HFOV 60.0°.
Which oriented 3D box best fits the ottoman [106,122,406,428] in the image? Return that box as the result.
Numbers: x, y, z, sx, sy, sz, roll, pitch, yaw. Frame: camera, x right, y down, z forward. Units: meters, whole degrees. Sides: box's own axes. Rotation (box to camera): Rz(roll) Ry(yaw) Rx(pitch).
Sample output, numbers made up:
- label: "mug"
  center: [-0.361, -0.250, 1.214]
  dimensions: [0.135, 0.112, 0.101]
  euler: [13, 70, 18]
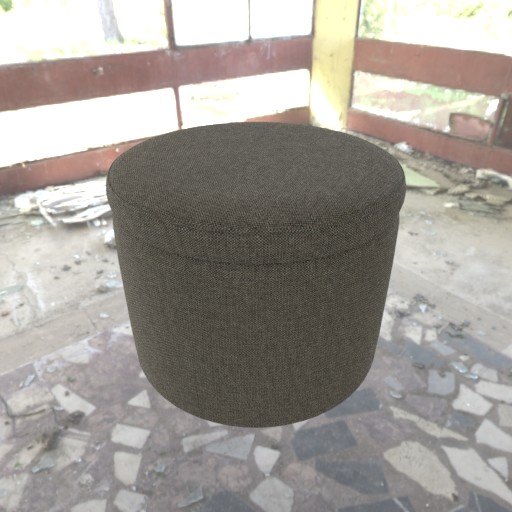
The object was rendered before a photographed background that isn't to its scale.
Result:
- label: "ottoman"
  center: [0.000, 0.000, 0.886]
  dimensions: [0.520, 0.430, 0.520]
  euler: [0, 32, 0]
